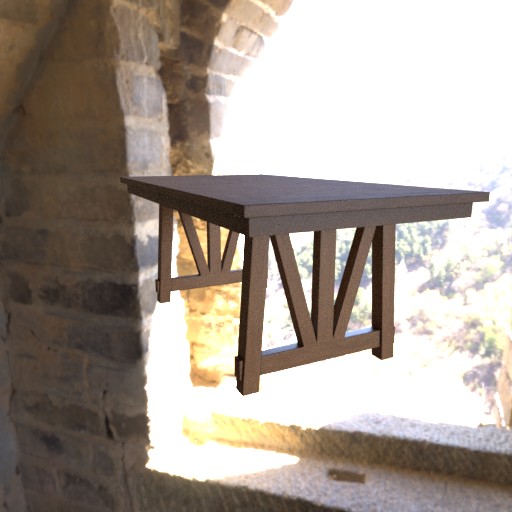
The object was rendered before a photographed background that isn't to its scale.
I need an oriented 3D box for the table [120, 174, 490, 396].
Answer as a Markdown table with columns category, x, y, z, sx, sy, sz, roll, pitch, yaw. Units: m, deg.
| category | x | y | z | sx | sy | sz | roll | pitch | yaw |
| --- | --- | --- | --- | --- | --- | --- | --- | --- | --- |
| table | 0.000 | 0.000 | 2.340 | 1.016 | 0.768 | 1.881 | -6 | 14 | -26 |
